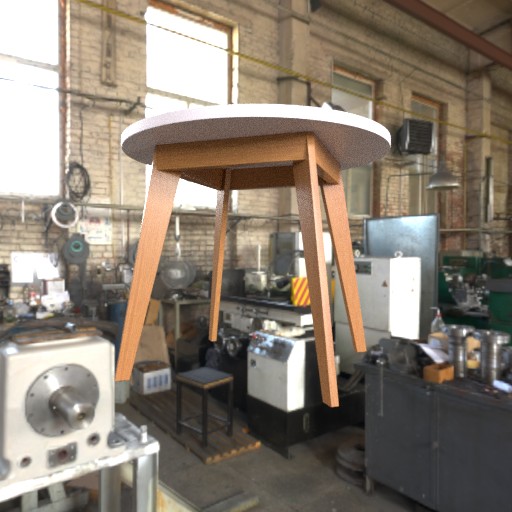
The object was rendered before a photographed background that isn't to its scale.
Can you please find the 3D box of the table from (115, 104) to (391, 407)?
[{"bbox_3d":[0.000,0.000,1.546,0.896,0.762,0.896,0,1,0],"label":"table"}]
